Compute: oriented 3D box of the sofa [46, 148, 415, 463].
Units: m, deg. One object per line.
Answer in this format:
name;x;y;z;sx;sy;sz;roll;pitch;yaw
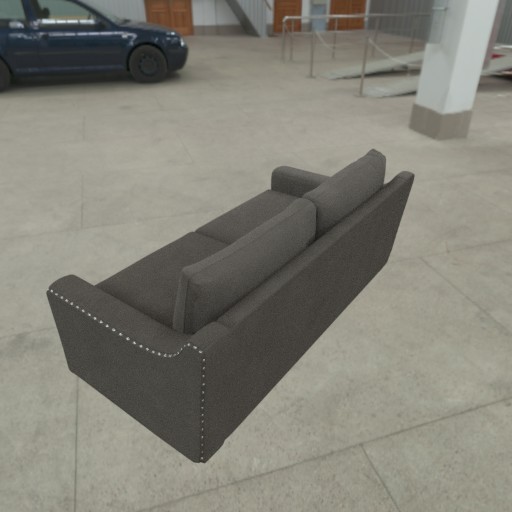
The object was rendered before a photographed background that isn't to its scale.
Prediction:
sofa;0.000;0.000;3.264;1.336;1.196;2.550;21;38;30
